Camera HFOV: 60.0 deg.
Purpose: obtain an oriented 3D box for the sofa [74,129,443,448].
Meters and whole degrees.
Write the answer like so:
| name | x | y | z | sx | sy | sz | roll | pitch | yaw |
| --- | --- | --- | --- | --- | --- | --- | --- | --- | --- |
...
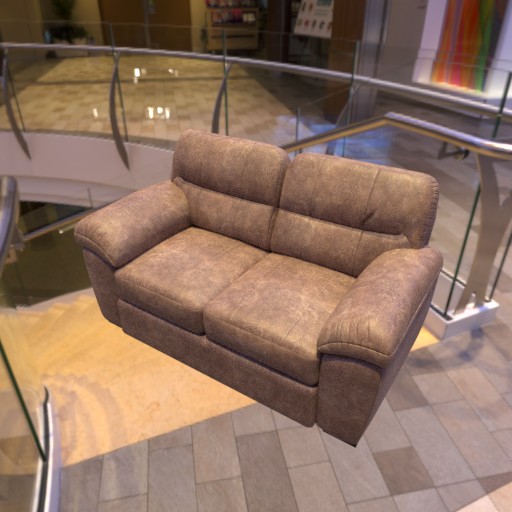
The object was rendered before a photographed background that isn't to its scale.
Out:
| name | x | y | z | sx | sy | sz | roll | pitch | yaw |
| --- | --- | --- | --- | --- | --- | --- | --- | --- | --- |
| sofa | 0.000 | 0.000 | 2.363 | 1.753 | 0.991 | 0.991 | 18 | 35 | 28 |
